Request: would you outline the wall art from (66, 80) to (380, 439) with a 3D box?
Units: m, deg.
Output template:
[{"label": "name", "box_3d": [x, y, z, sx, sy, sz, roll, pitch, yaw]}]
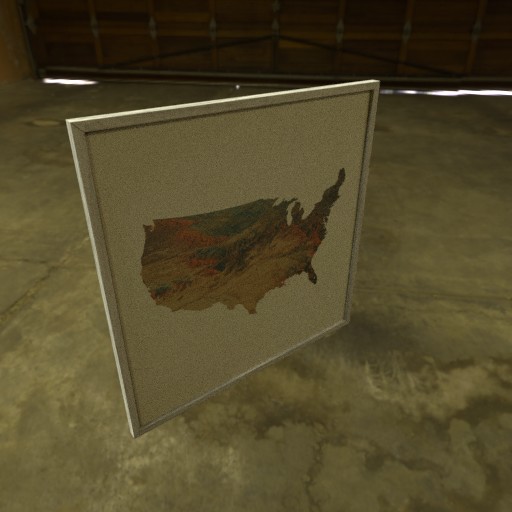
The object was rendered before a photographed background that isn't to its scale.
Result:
[{"label": "wall art", "box_3d": [0.000, 0.000, 0.737, 0.508, 0.507, 0.016, -20, 35, -31]}]
